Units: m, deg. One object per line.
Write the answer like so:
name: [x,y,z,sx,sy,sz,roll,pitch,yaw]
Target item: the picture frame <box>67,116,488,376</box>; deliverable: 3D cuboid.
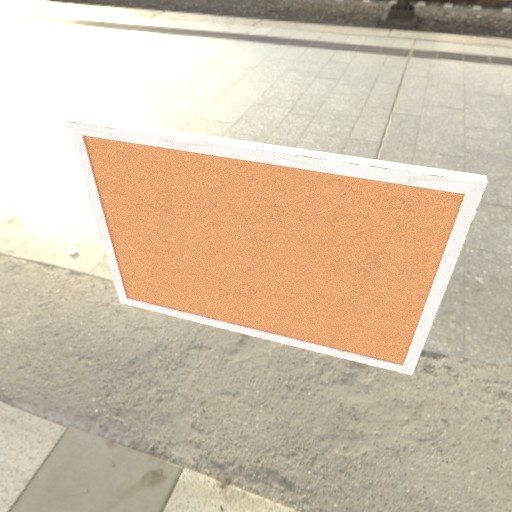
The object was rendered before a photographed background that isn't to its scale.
picture frame: [0.000,0.000,1.186,0.950,0.640,0.029,12,42,13]
